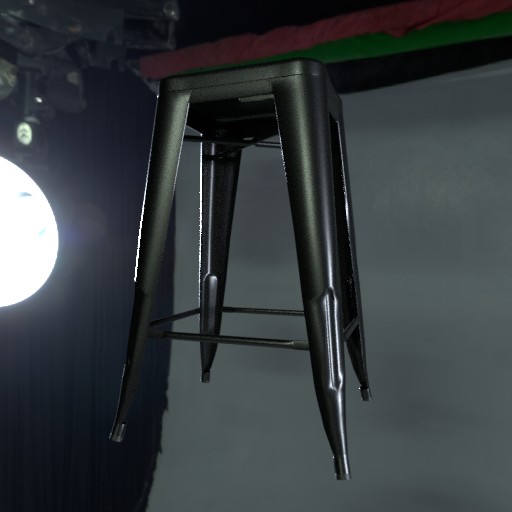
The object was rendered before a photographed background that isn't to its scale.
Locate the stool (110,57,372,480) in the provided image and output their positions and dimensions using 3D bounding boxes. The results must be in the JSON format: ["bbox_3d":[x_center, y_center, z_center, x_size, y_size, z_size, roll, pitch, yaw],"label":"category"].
[{"bbox_3d":[0.000,0.000,0.828,0.399,0.609,0.359,0,1,19],"label":"stool"}]
